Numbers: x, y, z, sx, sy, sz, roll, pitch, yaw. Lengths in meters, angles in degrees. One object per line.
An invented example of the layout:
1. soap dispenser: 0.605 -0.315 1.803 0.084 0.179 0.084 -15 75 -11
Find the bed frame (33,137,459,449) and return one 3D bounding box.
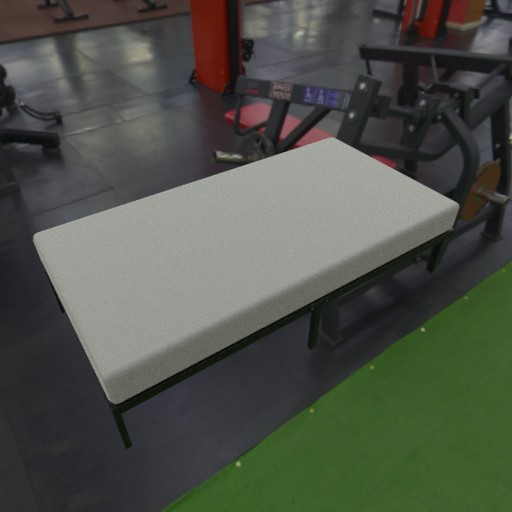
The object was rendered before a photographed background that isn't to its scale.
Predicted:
1. bed frame: 0.000 0.000 3.222 2.635 0.680 1.393 -24 45 -26
